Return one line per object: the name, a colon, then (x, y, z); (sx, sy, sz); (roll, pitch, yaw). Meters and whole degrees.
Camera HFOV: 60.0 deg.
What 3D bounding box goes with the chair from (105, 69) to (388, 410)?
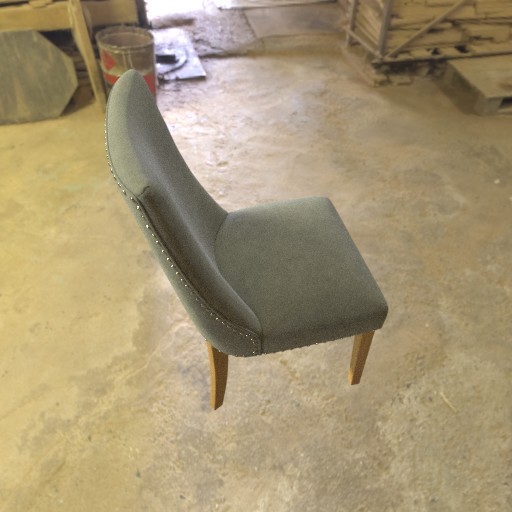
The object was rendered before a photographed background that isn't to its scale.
chair: (0.000, 0.000, 1.225); (0.610, 0.902, 0.495); (-10, 47, -9)
